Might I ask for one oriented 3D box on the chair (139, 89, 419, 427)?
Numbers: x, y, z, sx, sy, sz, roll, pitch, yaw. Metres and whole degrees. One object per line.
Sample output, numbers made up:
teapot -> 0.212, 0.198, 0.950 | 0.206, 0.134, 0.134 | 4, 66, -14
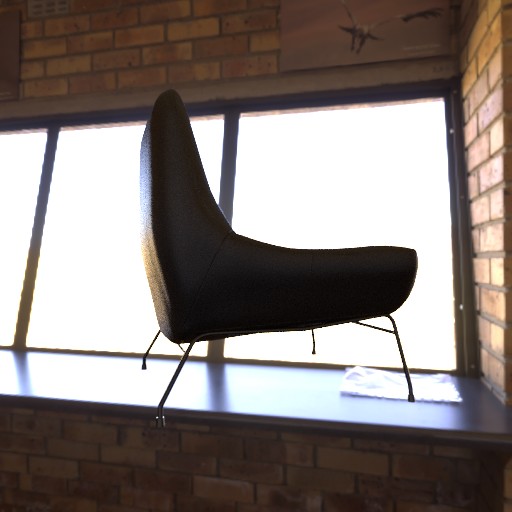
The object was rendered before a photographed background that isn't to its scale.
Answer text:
chair -> 0.000, 0.000, 1.621 | 0.826, 0.922, 0.836 | 0, 0, -18
